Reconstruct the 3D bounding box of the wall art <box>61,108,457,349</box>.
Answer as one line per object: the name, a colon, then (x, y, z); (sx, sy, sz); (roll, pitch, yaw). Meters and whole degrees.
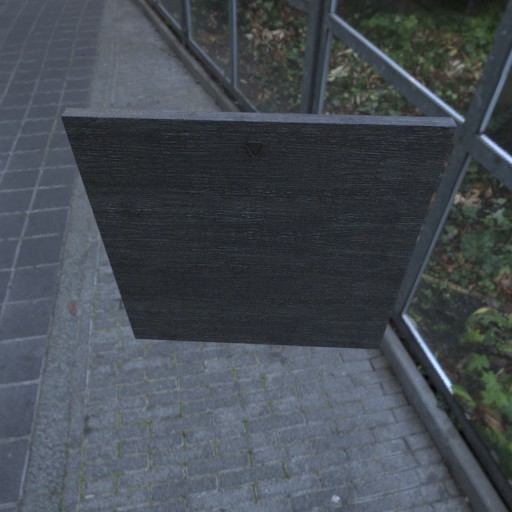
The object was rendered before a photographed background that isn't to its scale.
wall art: (0.000, 0.000, 0.683); (0.462, 0.459, 0.027); (2, 45, 2)
